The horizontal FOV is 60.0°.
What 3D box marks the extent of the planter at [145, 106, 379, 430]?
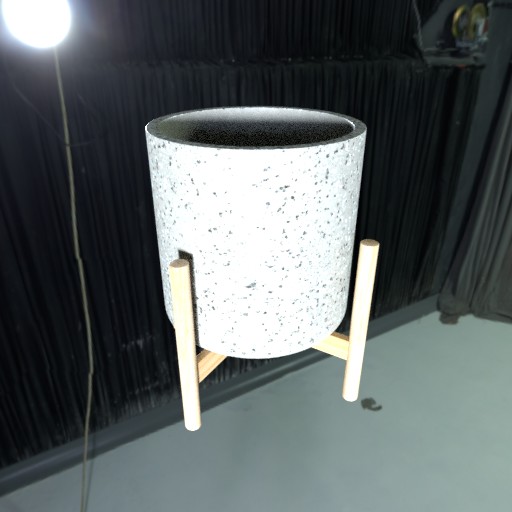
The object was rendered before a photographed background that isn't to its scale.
[{"bbox_3d":[0.000,0.000,0.718,0.360,0.419,0.360,-18,32,-31],"label":"planter"}]
